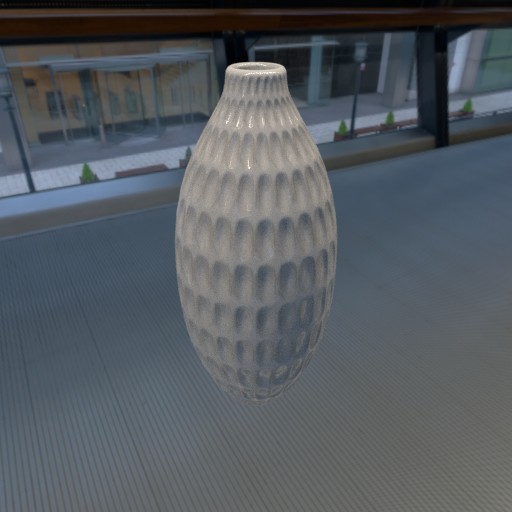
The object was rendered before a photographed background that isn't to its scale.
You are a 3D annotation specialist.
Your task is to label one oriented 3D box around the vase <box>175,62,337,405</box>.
[{"bbox_3d":[0.000,0.000,0.354,0.127,0.282,0.127,0,31,0],"label":"vase"}]
